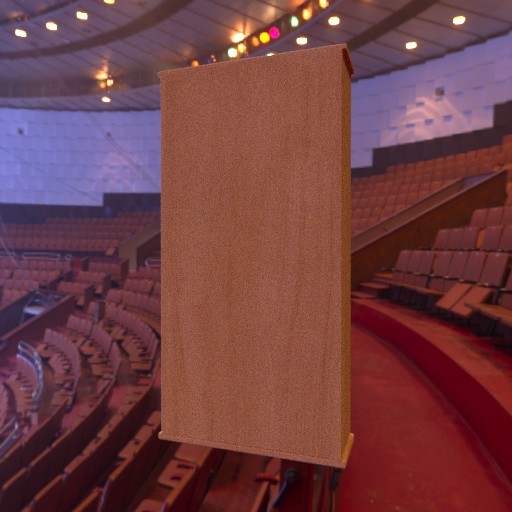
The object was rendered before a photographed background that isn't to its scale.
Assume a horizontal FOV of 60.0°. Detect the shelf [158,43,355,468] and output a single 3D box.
[{"bbox_3d":[0.000,0.000,1.237,0.520,1.030,0.175,0,1,19],"label":"shelf"}]
